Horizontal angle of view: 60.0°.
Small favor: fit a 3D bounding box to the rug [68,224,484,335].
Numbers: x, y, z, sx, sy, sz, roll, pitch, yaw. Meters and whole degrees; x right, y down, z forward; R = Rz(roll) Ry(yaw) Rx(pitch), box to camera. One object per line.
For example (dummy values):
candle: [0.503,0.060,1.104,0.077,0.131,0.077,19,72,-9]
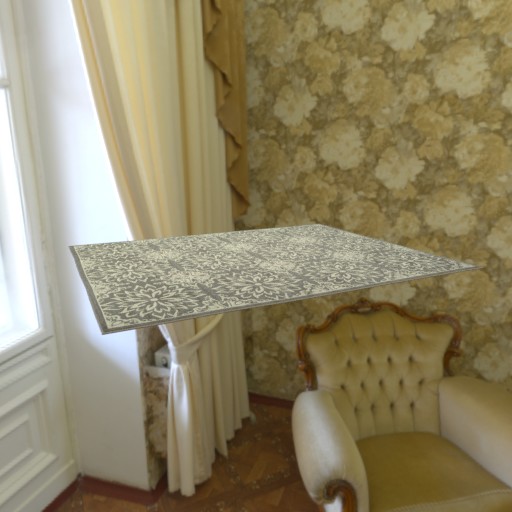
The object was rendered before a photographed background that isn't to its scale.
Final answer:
rug: [0.000,0.000,3.999,2.980,0.012,2.363,-7,15,-26]
